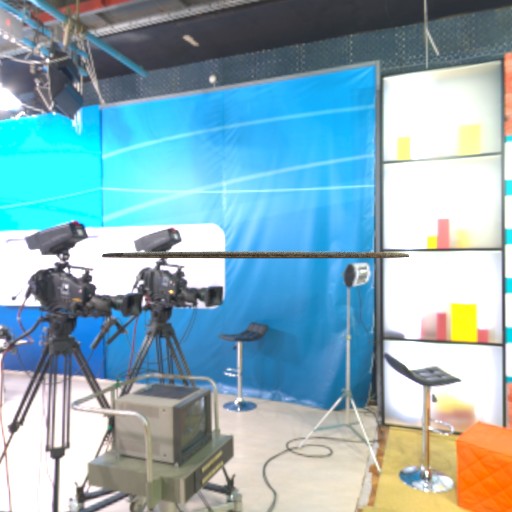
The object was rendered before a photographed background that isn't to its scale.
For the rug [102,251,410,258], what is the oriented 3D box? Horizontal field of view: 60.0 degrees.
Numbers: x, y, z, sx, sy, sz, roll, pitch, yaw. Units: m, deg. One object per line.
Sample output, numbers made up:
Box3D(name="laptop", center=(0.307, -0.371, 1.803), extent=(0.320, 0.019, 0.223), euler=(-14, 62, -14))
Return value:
Box3D(name="rug", center=(0.000, 0.000, 3.730), extent=(2.461, 0.033, 2.461), euler=(0, -1, 0))
